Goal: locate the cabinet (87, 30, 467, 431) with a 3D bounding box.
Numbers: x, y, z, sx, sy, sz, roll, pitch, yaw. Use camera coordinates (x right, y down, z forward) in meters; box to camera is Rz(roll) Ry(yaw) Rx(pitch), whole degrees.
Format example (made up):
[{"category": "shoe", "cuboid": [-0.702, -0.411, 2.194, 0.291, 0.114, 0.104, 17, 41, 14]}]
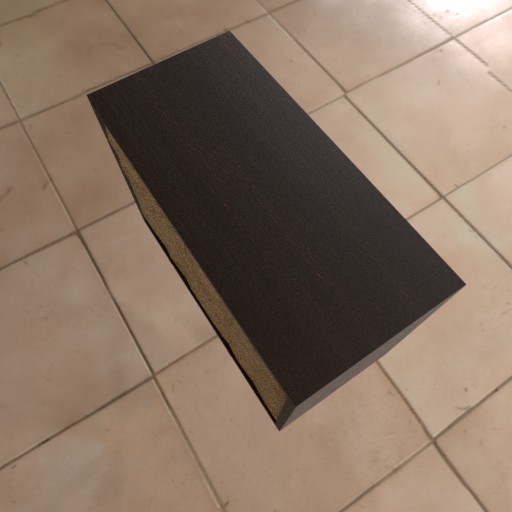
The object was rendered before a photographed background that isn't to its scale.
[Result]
[{"category": "cabinet", "cuboid": [0.000, 0.000, 1.451, 0.451, 0.860, 0.950, -31, 69, -14]}]
